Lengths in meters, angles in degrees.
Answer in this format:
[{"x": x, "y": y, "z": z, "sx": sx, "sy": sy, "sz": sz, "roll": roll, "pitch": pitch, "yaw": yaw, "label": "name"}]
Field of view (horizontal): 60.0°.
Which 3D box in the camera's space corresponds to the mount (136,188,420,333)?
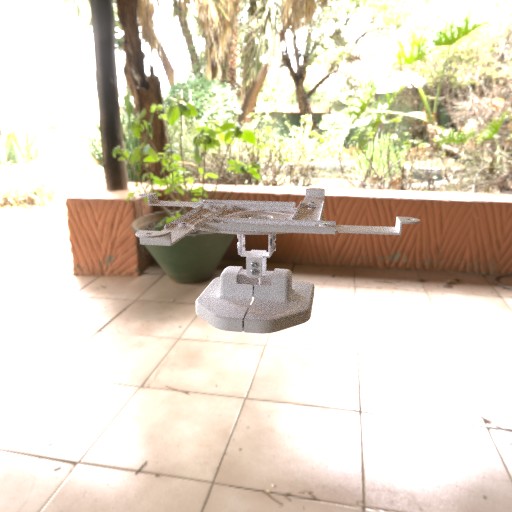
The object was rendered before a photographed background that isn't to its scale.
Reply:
[{"x": 0.000, "y": 0.000, "z": 0.608, "sx": 0.394, "sy": 0.141, "sz": 0.394, "roll": 3, "pitch": 16, "yaw": 10, "label": "mount"}]
